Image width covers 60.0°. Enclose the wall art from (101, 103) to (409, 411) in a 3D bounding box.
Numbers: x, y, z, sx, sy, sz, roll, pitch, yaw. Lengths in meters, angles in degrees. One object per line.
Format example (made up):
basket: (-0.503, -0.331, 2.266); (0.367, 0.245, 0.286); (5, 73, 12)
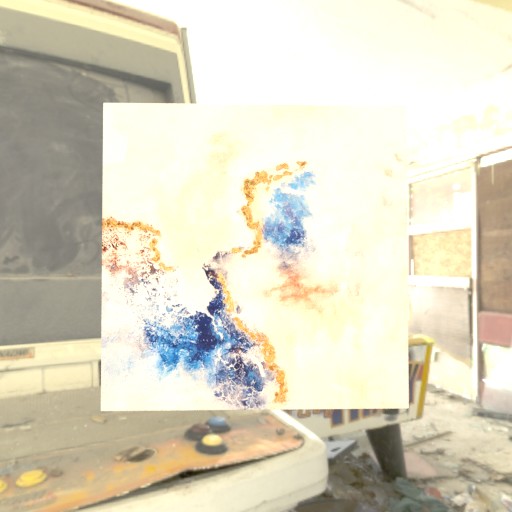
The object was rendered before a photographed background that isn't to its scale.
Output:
wall art: (0.000, 0.000, 1.570); (1.061, 1.061, 0.071); (0, -1, -2)
